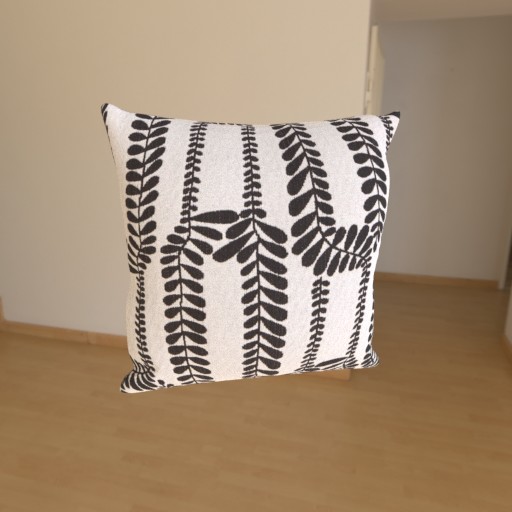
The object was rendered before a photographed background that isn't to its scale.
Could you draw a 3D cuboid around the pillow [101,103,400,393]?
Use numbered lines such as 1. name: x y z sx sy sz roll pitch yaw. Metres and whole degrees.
1. pillow: 0.000 0.000 0.681 0.440 0.441 0.182 -3 16 -10
